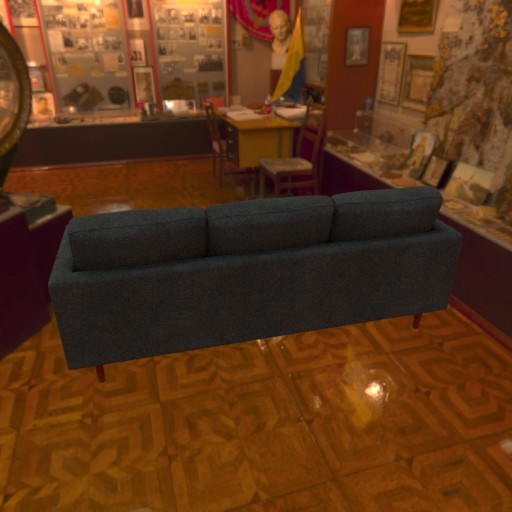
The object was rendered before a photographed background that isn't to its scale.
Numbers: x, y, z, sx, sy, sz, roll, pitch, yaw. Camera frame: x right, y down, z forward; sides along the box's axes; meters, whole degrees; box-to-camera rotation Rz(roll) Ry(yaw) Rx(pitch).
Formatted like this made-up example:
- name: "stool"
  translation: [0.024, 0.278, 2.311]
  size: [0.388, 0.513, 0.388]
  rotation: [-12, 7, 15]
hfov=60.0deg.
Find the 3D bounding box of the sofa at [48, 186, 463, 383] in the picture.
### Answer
- name: "sofa"
  translation: [0.000, 0.000, 2.751]
  size: [2.246, 0.930, 0.903]
  rotation: [-7, 27, -13]
